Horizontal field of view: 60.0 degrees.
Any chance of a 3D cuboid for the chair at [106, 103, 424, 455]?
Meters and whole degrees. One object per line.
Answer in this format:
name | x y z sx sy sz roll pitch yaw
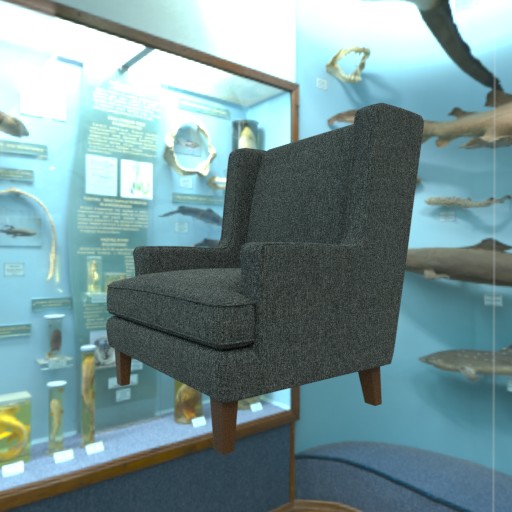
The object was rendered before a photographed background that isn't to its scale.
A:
chair | 0.000 0.000 1.793 0.927 1.082 0.942 0 0 -37
